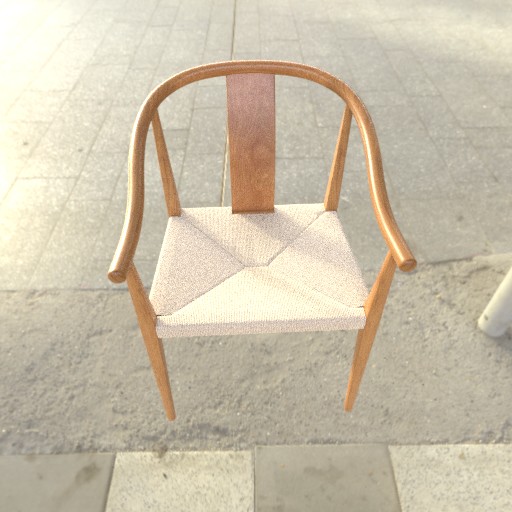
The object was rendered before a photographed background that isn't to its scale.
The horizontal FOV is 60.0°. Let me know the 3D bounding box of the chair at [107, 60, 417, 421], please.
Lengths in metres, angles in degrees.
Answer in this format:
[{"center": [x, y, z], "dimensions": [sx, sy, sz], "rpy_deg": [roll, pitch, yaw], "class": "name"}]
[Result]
[{"center": [0.000, 0.000, 1.175], "dimensions": [0.556, 0.800, 0.579], "rpy_deg": [-2, 46, -2], "class": "chair"}]
